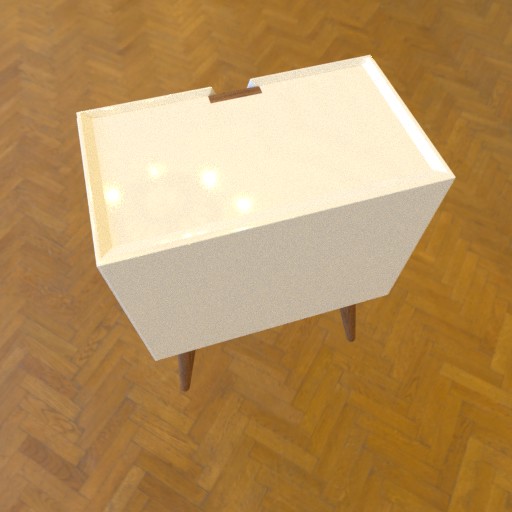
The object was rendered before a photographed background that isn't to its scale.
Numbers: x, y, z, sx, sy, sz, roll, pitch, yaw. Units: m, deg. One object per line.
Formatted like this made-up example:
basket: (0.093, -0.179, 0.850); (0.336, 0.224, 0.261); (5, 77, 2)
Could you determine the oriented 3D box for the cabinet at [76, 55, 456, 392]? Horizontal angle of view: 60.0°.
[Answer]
cabinet: (0.000, 0.000, 1.106); (0.591, 0.772, 0.344); (-14, 60, -9)
